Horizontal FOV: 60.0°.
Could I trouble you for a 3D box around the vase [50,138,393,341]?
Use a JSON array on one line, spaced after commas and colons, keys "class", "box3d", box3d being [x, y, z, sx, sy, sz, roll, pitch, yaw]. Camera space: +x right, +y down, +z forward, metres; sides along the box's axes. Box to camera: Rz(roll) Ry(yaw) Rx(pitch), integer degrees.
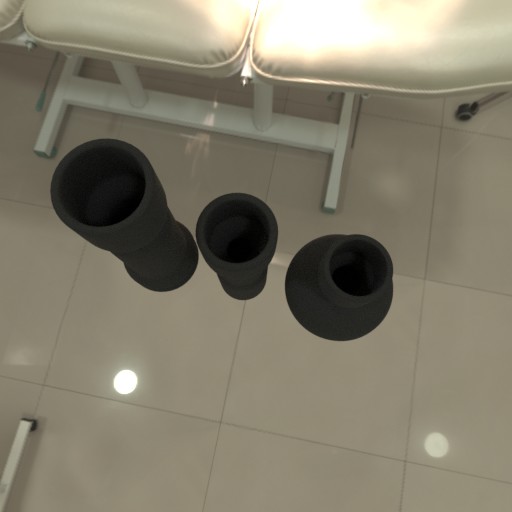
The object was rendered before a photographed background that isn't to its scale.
[{"class": "vase", "box3d": [0.000, 0.000, 0.430, 0.307, 0.249, 0.120, 11, 76, 3]}]
